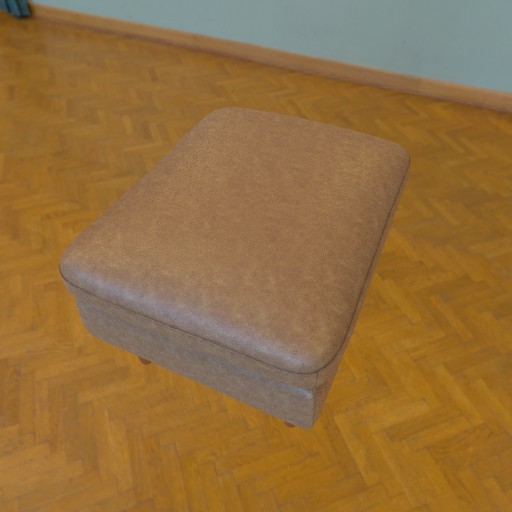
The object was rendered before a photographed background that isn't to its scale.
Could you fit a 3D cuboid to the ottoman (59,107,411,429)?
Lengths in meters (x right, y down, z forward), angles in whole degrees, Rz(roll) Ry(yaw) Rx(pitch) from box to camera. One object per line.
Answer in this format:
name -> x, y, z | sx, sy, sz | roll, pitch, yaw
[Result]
ottoman -> 0.000, 0.000, 1.135 | 0.593, 0.478, 0.747 | 18, 49, 16
